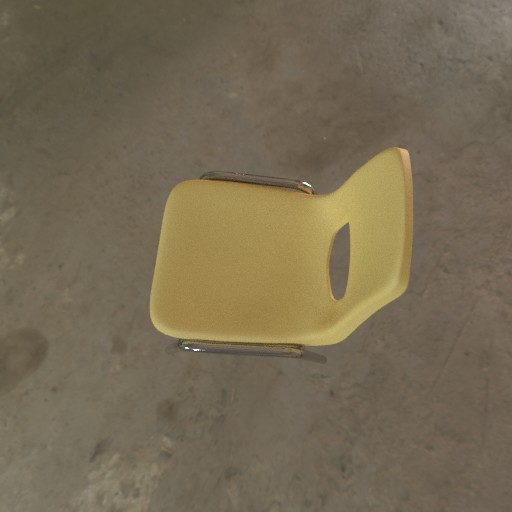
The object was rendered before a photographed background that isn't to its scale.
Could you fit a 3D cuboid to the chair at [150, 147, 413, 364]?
[{"bbox_3d":[0.000,0.000,0.798,0.385,0.536,0.354,5,74,1],"label":"chair"}]
